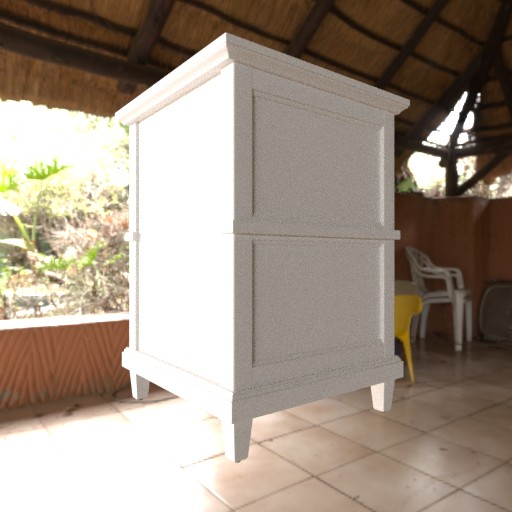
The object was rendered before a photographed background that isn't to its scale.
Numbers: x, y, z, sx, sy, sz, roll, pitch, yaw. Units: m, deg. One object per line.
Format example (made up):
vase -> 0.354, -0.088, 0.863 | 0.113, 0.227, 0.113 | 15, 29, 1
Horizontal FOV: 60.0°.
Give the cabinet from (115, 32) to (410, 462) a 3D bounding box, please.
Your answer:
cabinet -> 0.000, 0.000, 1.149 | 0.547, 0.775, 0.544 | 0, 0, -37
